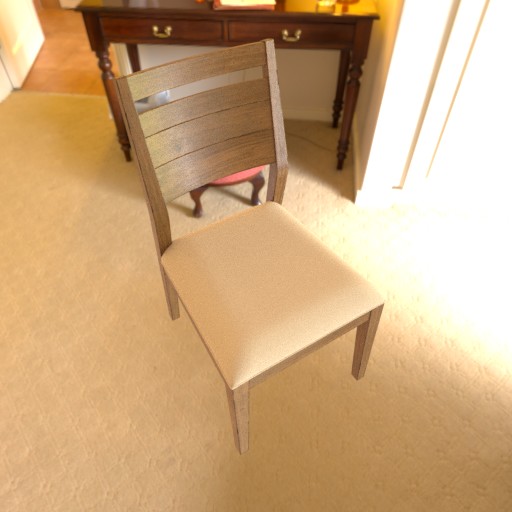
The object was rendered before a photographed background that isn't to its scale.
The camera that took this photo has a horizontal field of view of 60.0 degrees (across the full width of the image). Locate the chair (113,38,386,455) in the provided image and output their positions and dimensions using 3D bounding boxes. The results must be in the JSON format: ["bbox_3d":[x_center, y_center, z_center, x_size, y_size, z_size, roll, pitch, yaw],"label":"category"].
[{"bbox_3d":[0.000,0.000,1.264,0.497,0.939,0.610,-25,52,-21],"label":"chair"}]
